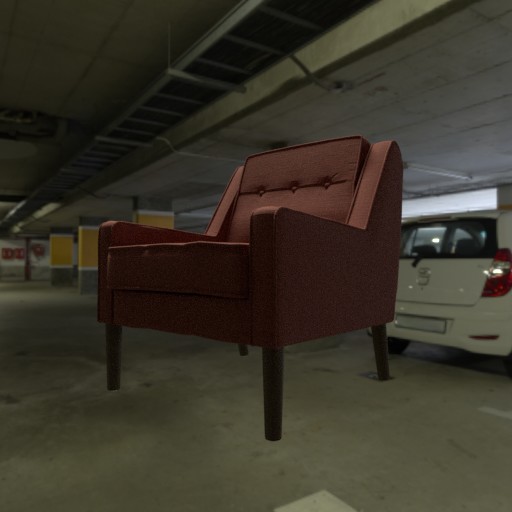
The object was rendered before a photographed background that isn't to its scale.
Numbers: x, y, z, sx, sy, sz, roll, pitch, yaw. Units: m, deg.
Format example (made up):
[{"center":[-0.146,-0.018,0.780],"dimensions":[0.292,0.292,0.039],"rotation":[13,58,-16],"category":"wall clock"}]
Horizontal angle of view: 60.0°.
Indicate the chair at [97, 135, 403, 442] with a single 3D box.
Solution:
[{"center":[0.000,0.000,1.405],"dimensions":[0.680,0.812,0.770],"rotation":[0,-1,38],"category":"chair"}]
